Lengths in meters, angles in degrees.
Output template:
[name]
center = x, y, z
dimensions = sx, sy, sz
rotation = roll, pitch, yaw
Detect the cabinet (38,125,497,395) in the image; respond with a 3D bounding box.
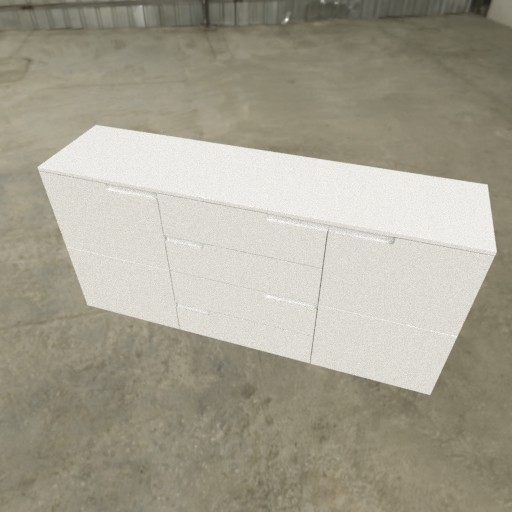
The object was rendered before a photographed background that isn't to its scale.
[cabinet]
center = 0.000, 0.000, 1.929
dimensions = 1.650, 0.800, 0.400
rotation = 12, 42, 13
